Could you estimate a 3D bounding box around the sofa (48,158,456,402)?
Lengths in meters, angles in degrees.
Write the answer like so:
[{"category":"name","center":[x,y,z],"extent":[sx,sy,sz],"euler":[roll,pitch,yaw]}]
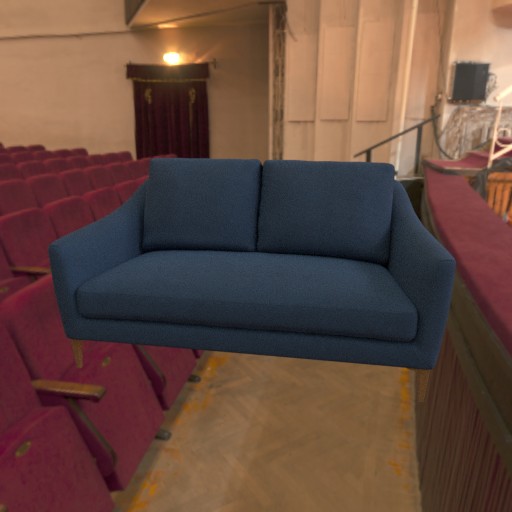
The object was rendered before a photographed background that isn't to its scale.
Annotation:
[{"category":"sofa","center":[0.000,0.000,2.184],"extent":[1.619,0.902,0.960],"euler":[3,16,10]}]
